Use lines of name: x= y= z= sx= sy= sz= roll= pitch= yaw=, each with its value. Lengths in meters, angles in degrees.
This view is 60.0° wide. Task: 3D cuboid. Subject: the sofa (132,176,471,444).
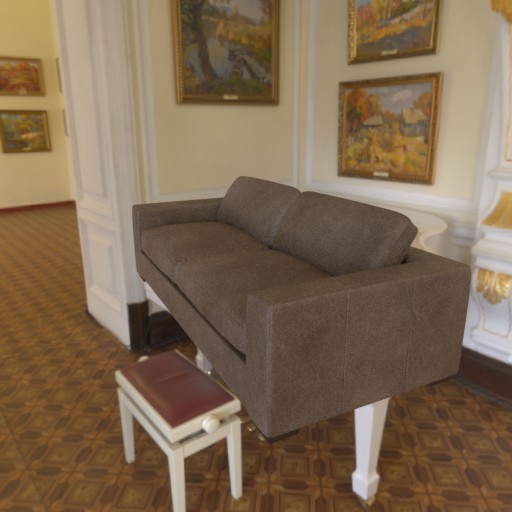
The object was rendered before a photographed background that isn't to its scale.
sofa: x=0.000 y=0.000 z=2.753 sx=1.070 sy=0.801 sz=2.262 roll=-8 pitch=19 yaw=-26
